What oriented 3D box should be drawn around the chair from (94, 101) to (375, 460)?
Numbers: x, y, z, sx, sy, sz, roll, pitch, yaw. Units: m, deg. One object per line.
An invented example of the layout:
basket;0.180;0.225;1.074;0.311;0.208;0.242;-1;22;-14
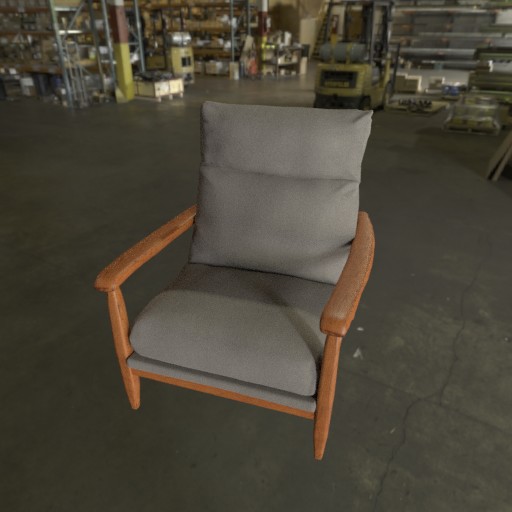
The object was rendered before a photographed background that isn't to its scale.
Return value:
chair;0.000;0.000;1.540;0.782;0.922;0.816;9;29;16
